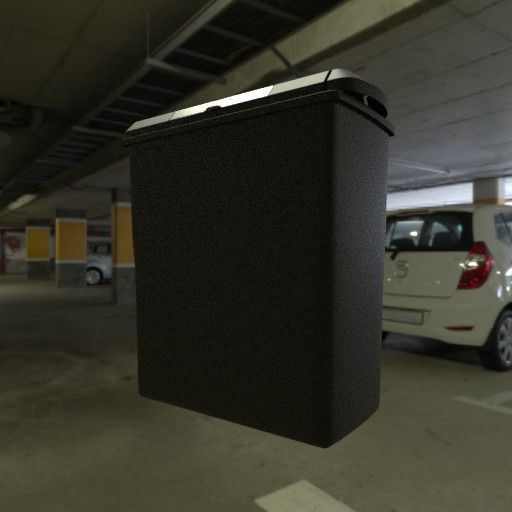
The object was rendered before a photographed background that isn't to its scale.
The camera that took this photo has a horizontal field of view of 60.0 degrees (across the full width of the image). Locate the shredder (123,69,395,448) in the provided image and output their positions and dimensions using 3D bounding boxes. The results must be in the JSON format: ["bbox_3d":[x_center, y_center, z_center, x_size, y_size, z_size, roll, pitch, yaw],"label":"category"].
[{"bbox_3d":[0.000,0.000,0.517,0.320,0.335,0.170,0,0,36],"label":"shredder"}]
